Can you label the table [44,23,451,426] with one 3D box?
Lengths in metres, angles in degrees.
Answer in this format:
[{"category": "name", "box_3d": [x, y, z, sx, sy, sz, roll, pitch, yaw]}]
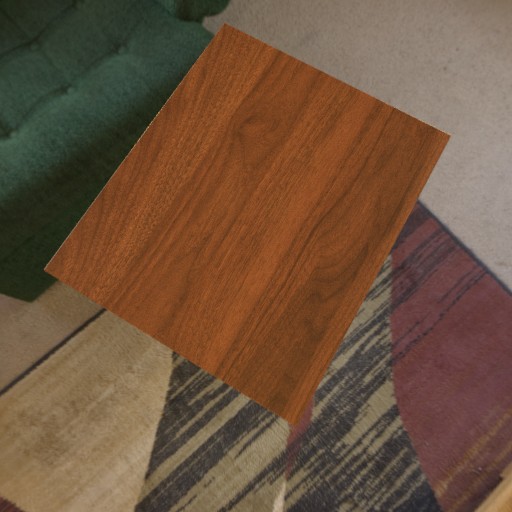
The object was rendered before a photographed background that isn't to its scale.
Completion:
[{"category": "table", "box_3d": [0.000, 0.000, 1.555, 0.660, 1.041, 0.786, 30, 77, 7]}]
